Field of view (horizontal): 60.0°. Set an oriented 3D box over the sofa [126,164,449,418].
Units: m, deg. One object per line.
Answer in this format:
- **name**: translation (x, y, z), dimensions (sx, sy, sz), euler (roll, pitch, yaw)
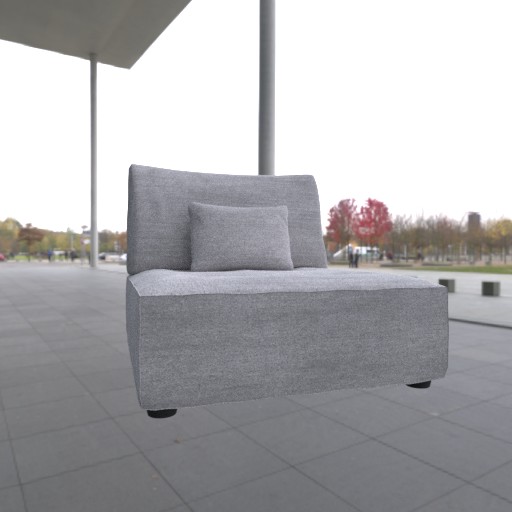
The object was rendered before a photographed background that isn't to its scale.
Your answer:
- **sofa**: translation (0.000, 0.000, 1.698), dimensions (0.930, 0.820, 1.000), euler (0, 0, -18)
